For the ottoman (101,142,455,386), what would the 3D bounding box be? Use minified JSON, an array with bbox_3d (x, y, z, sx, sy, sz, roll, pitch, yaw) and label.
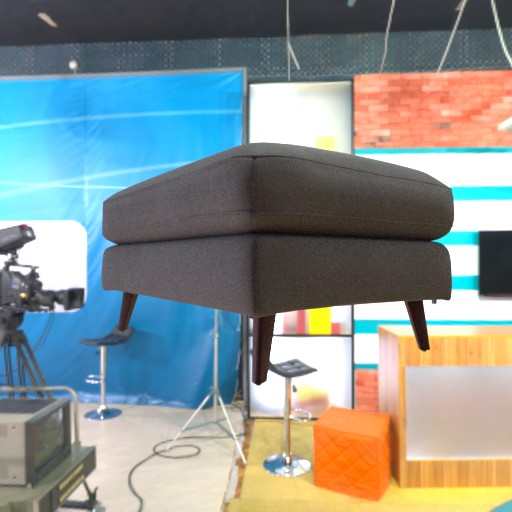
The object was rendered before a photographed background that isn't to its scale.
[{"bbox_3d":[0.000,0.000,1.175,0.608,0.449,0.811,0,-1,-36],"label":"ottoman"}]
